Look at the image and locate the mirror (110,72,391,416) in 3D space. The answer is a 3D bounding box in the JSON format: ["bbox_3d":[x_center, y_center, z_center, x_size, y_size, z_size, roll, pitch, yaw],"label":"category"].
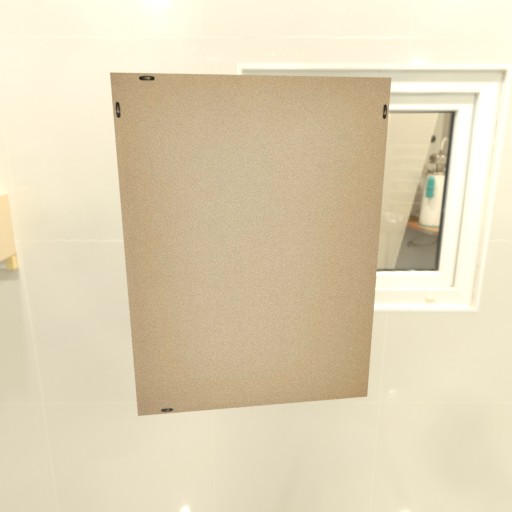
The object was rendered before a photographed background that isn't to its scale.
[{"bbox_3d":[0.000,0.000,1.339,0.762,1.016,0.041,-2,16,-8],"label":"mirror"}]
